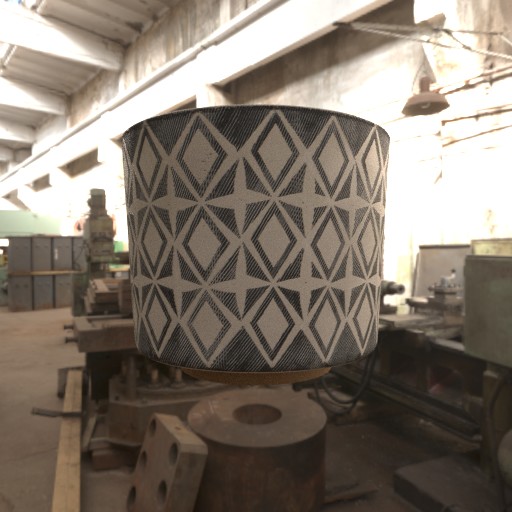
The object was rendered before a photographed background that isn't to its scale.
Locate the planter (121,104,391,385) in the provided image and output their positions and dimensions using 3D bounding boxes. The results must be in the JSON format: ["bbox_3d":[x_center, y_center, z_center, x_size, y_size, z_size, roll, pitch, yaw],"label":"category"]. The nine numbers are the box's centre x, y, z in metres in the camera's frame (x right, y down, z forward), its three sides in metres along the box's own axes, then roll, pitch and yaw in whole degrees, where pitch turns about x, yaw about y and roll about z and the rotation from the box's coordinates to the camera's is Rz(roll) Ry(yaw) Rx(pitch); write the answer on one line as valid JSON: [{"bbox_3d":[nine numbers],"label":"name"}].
[{"bbox_3d":[0.000,0.000,0.448,0.260,0.220,0.260,0,0,0],"label":"planter"}]
